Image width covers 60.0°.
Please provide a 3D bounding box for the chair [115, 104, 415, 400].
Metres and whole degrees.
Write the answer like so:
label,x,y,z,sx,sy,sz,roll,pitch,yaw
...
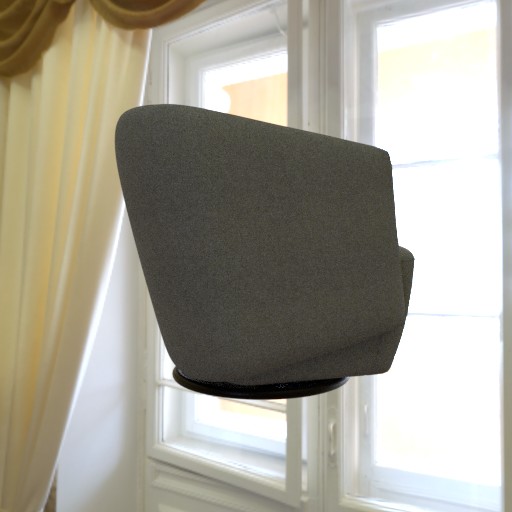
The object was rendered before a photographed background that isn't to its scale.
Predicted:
label,x,y,z,sx,sy,sz,roll,pitch,yaw
chair,0.000,0.000,1.617,0.986,0.861,0.822,0,-1,-19
